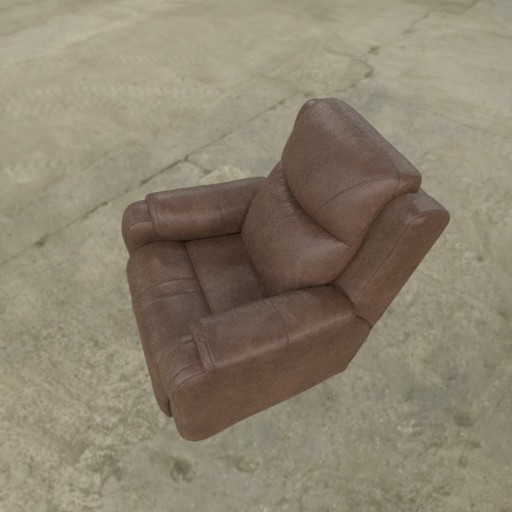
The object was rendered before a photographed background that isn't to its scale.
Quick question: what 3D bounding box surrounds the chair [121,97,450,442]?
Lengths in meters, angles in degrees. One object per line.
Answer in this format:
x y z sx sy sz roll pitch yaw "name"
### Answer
0.000 0.000 1.792 1.067 0.990 0.940 -16 49 -14 "chair"
